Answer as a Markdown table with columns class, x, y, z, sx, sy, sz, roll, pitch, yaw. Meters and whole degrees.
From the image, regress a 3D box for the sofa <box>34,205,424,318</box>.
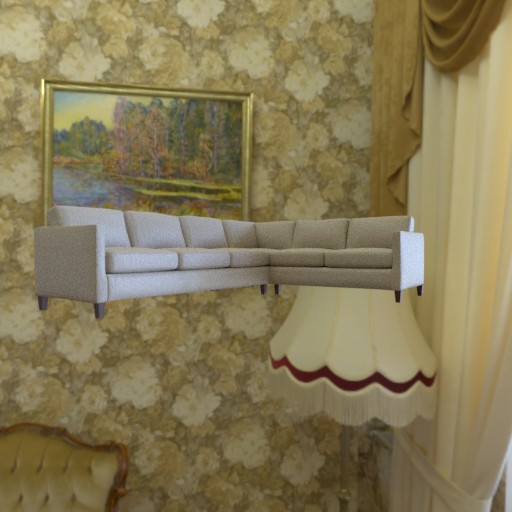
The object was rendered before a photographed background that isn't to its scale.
| class | x | y | z | sx | sy | sz | roll | pitch | yaw |
| --- | --- | --- | --- | --- | --- | --- | --- | --- | --- |
| sofa | 0.000 | 0.000 | 4.507 | 2.522 | 0.934 | 3.333 | 0 | 1 | 35 |
